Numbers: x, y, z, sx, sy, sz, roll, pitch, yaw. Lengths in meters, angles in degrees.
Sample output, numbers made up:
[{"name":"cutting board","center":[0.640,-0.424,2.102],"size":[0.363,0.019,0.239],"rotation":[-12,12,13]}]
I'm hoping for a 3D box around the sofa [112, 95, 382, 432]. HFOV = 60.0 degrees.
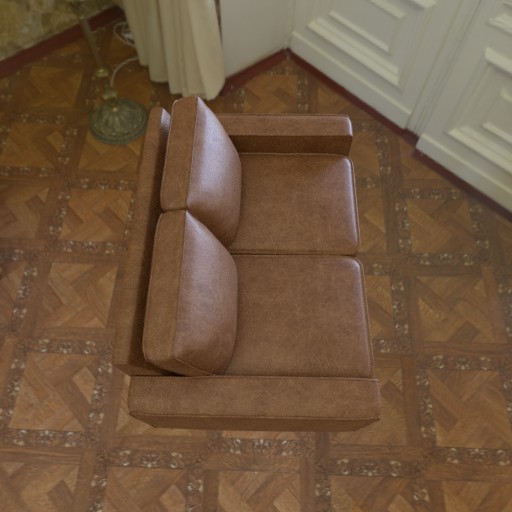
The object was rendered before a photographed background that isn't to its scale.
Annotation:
[{"name":"sofa","center":[0.000,0.000,2.132],"size":[1.020,0.896,1.532],"rotation":[1,64,0]}]
